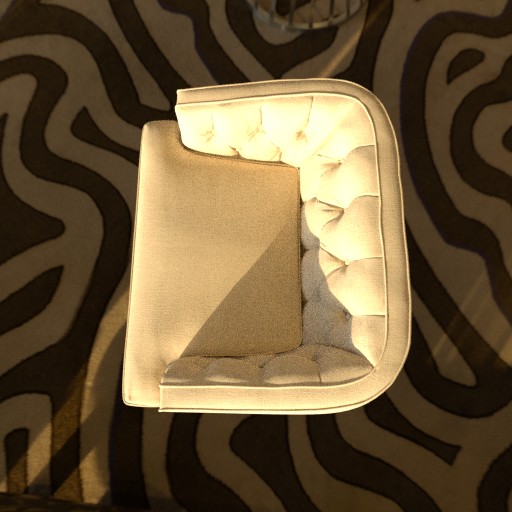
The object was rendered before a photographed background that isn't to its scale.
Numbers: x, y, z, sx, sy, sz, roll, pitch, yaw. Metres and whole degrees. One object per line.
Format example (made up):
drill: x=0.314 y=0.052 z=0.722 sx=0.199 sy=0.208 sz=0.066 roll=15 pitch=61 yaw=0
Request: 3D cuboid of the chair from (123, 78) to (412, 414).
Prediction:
chair: x=0.000 y=0.000 z=1.698 sx=0.914 sy=0.787 sz=1.118 roll=0 pitch=75 yaw=0
